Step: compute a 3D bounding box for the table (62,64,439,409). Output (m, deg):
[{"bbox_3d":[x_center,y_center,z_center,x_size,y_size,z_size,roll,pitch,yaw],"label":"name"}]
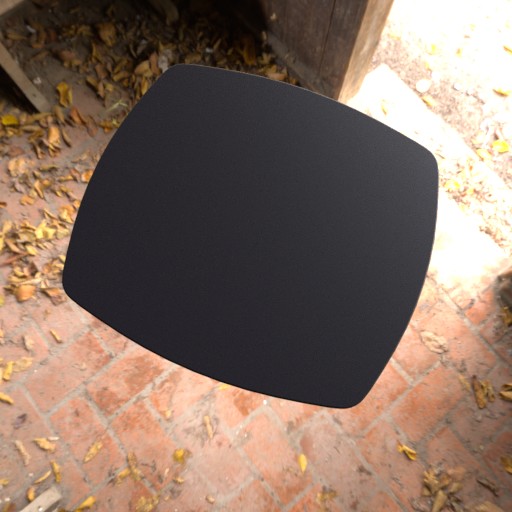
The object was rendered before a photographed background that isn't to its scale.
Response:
[{"bbox_3d":[0.000,0.000,0.862,0.508,0.457,0.457,21,78,5],"label":"table"}]
